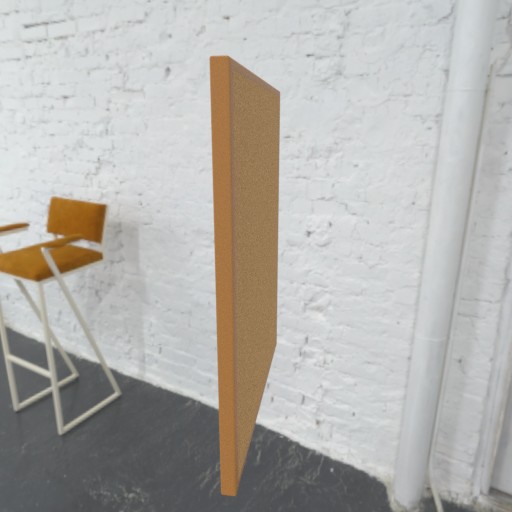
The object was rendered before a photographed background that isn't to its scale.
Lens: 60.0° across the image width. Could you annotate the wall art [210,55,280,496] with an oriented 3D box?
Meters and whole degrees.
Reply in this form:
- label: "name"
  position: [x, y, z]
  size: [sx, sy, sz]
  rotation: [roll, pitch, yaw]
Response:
- label: "wall art"
  position: [0.000, 0.000, 0.743]
  size: [0.022, 0.553, 0.452]
  rotation: [3, 16, 9]
